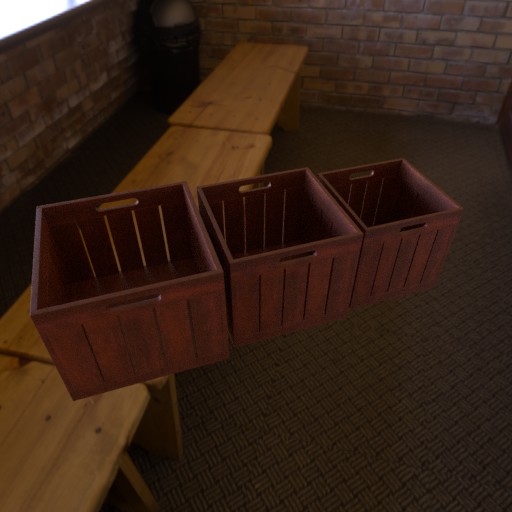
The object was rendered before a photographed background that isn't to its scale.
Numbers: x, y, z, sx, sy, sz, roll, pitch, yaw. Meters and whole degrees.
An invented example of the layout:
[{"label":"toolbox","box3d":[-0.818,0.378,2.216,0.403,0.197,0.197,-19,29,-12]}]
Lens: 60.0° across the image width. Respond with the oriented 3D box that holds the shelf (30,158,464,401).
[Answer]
[{"label":"shelf","box3d":[0.000,0.000,1.236,1.064,0.311,0.393,-12,43,-14]}]
